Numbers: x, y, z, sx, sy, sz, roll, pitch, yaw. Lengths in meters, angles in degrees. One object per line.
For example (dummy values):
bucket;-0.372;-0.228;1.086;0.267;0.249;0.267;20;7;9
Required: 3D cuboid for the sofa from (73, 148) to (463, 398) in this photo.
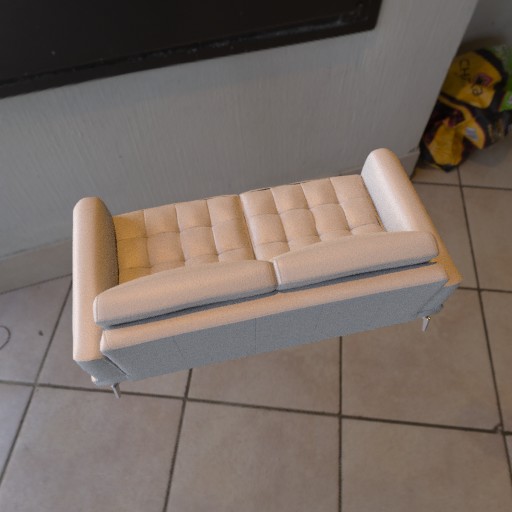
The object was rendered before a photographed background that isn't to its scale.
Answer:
sofa;0.000;0.000;2.740;2.177;0.930;1.121;-11;59;-7
